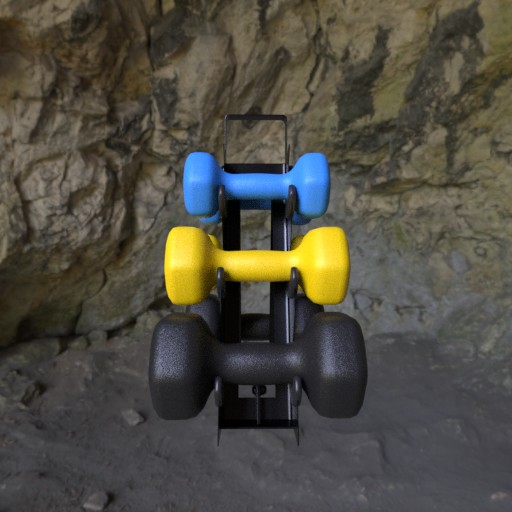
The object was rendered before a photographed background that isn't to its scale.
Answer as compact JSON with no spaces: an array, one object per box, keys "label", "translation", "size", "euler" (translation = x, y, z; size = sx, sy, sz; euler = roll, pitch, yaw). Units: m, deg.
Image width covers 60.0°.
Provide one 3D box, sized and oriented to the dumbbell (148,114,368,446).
[{"label":"dumbbell","translation":[0.000,0.000,0.680],"size":[0.255,0.426,0.409],"euler":[0,0,-1]}]
